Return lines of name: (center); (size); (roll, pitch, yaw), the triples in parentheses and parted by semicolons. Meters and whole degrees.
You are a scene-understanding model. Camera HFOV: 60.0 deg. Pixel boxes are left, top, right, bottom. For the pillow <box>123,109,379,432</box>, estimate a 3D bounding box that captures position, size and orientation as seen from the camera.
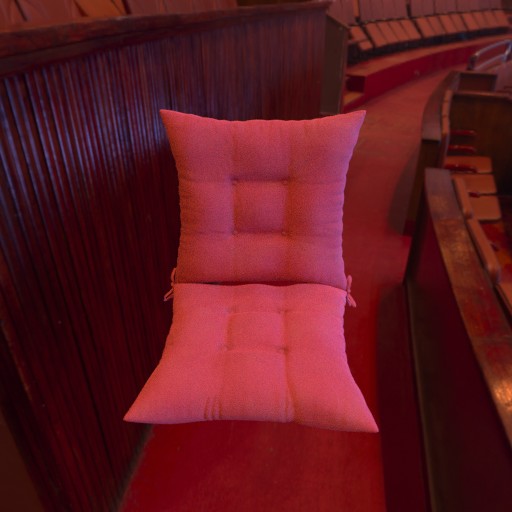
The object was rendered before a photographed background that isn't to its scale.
pillow: (0.000, 0.000, 1.004); (0.541, 0.536, 0.585); (2, 31, 3)
